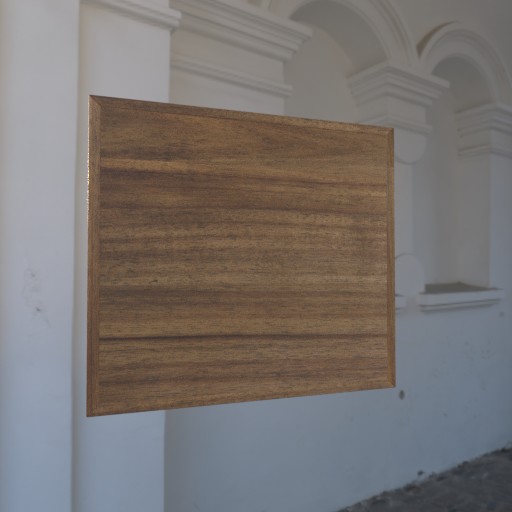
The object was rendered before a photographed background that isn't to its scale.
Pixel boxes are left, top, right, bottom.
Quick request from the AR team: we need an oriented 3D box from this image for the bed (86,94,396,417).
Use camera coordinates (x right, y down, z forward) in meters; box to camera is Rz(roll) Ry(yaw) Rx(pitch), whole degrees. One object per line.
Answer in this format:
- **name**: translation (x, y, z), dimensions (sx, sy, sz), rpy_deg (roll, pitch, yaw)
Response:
- **bed**: translation (0.000, 0.000, 1.466), dimensions (1.041, 0.940, 0.043), rpy_deg (0, -1, -18)
